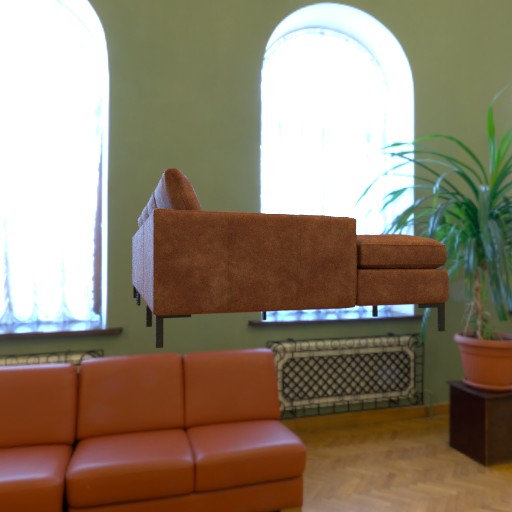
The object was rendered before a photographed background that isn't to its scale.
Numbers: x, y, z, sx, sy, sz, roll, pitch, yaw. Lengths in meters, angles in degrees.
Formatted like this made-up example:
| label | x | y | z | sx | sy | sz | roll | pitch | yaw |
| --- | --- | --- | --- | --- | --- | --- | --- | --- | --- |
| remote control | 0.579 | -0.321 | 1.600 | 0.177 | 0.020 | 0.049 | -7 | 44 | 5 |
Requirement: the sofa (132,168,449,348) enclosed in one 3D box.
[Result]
| label | x | y | z | sx | sy | sz | roll | pitch | yaw |
| --- | --- | --- | --- | --- | --- | --- | --- | --- | --- |
| sofa | 0.000 | 0.000 | 3.752 | 1.939 | 0.900 | 2.956 | 0 | 0 | -18 |
